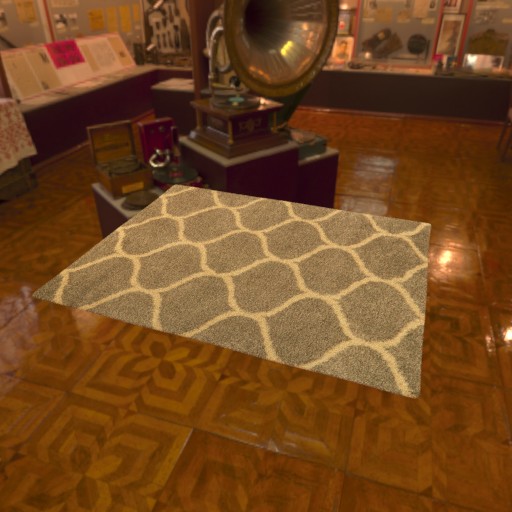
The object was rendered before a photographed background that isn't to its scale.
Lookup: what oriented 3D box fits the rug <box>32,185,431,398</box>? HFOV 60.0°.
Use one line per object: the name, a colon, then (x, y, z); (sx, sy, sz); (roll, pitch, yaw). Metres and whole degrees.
rug: (0.000, 0.000, 4.086); (3.000, 0.026, 2.399); (11, 34, 17)
